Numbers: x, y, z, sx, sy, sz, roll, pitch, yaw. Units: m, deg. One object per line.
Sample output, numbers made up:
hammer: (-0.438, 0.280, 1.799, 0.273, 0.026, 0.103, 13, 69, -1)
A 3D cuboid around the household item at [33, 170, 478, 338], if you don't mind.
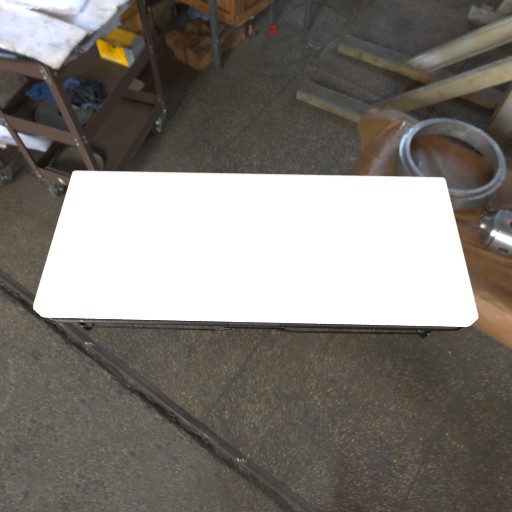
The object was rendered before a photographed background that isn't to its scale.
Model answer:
household item: (0.000, 0.000, 2.167, 1.905, 0.356, 0.787, 1, 60, 1)
